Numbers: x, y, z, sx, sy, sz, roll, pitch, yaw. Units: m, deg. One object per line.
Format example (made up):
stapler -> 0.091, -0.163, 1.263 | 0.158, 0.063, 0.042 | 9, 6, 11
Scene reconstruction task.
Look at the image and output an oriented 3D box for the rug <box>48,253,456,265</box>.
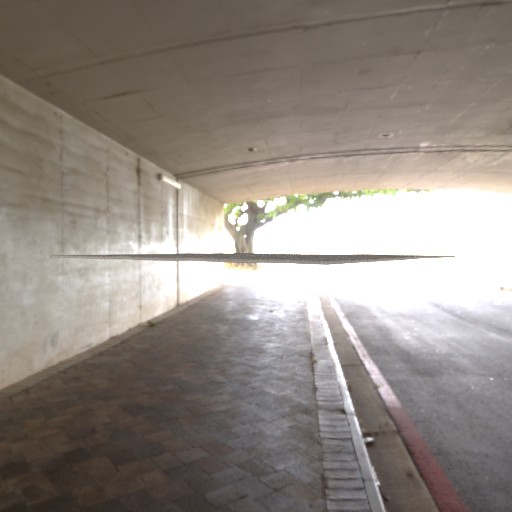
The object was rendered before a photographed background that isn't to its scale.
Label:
rug -> 0.000, 0.000, 0.911 | 0.639, 0.006, 0.548 | 1, 1, 38
